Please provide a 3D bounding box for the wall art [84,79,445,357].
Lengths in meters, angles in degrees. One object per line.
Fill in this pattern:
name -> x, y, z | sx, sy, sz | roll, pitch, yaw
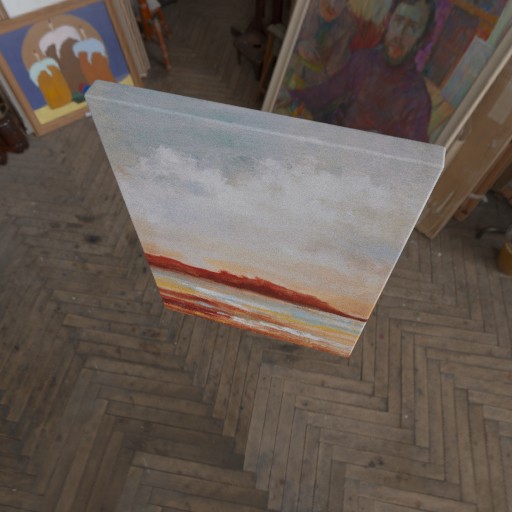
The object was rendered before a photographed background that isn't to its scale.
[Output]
wall art -> 0.000, 0.000, 0.784 | 0.443, 0.605, 0.035 | 14, 58, 9
